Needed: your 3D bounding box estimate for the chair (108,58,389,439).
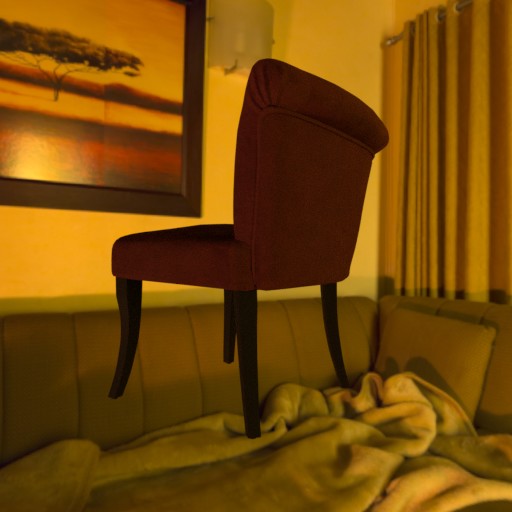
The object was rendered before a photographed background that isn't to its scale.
[{"bbox_3d":[0.000,0.000,1.180,0.605,0.750,0.582,0,0,36],"label":"chair"}]
